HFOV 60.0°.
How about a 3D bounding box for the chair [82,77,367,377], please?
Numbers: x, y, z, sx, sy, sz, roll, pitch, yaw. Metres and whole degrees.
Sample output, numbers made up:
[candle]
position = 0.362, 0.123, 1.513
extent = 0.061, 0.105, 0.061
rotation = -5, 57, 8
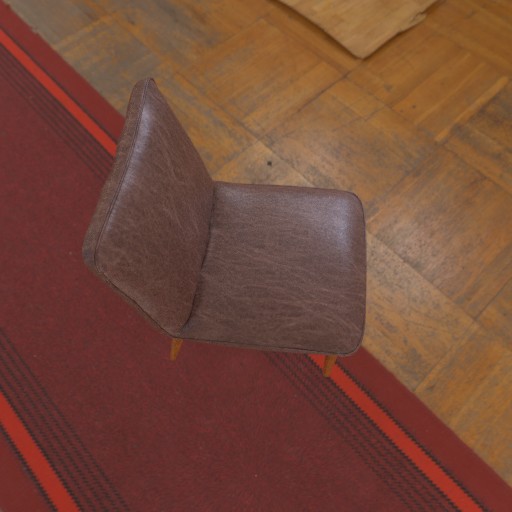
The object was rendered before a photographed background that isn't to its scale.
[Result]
[chair]
position = 0.000, 0.000, 1.244
extent = 0.645, 0.803, 0.543
rotation = 1, 64, 1
